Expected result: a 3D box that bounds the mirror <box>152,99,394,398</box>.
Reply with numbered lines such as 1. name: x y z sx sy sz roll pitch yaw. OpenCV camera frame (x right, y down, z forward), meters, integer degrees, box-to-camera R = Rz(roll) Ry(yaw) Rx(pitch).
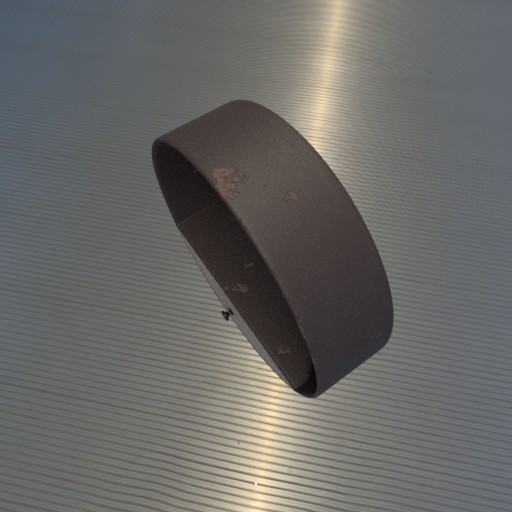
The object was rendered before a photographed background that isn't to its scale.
1. mirror: 0.000 0.000 0.602 0.126 0.386 0.386 -32 67 -15
